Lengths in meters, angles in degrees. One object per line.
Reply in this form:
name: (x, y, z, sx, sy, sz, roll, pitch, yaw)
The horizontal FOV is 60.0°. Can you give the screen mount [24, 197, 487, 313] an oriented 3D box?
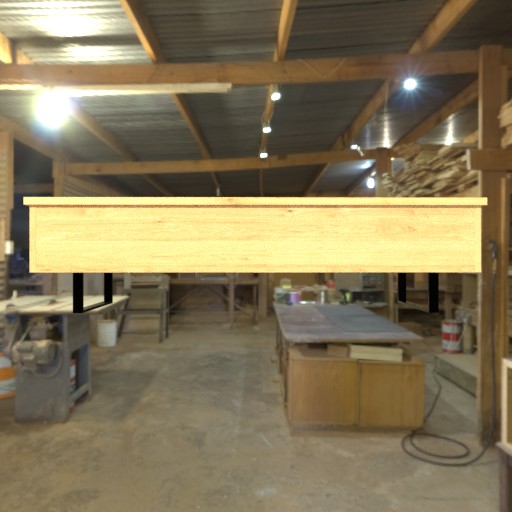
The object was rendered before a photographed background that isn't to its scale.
screen mount: (0.000, 0.000, 1.849, 1.700, 0.430, 0.450, 0, 0, -1)
